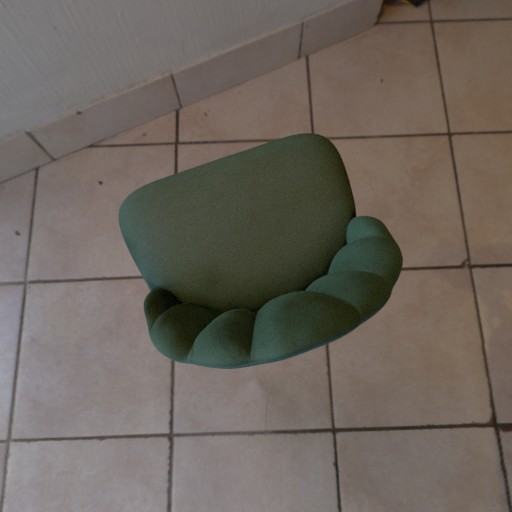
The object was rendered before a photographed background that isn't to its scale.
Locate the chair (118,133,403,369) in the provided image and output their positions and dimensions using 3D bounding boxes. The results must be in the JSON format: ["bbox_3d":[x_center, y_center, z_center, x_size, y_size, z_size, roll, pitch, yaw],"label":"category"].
[{"bbox_3d":[0.000,0.000,1.250,0.657,0.819,0.599,-20,76,-5],"label":"chair"}]
